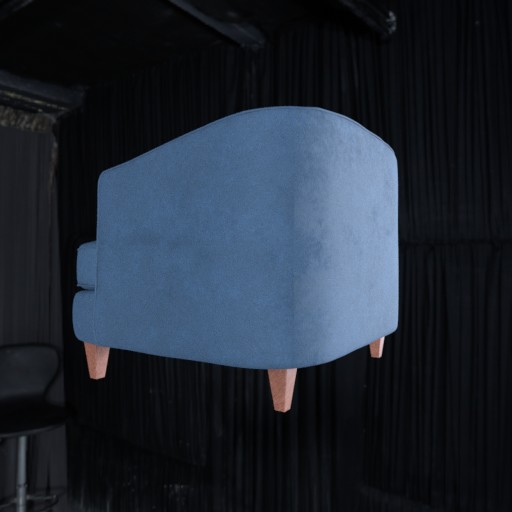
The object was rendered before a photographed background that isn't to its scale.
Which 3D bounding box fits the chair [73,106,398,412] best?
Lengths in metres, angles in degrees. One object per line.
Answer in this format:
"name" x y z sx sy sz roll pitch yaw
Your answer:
"chair" 0.000 0.000 1.749 0.940 0.852 1.094 0 0 34
